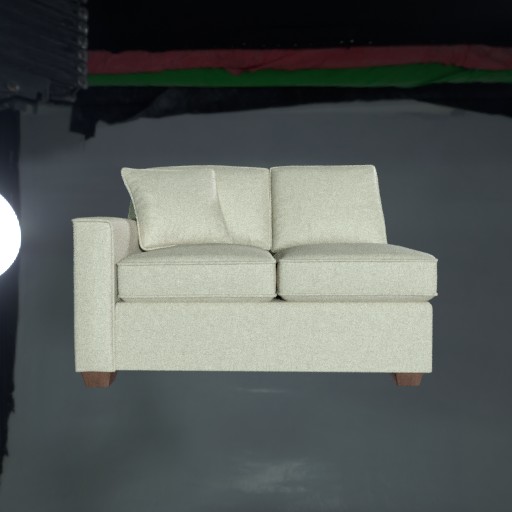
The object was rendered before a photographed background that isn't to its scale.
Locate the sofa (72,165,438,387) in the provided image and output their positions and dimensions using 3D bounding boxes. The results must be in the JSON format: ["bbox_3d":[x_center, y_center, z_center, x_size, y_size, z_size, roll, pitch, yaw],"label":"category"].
[{"bbox_3d":[0.000,0.000,2.123,1.388,0.989,0.991,0,1,0],"label":"sofa"}]
